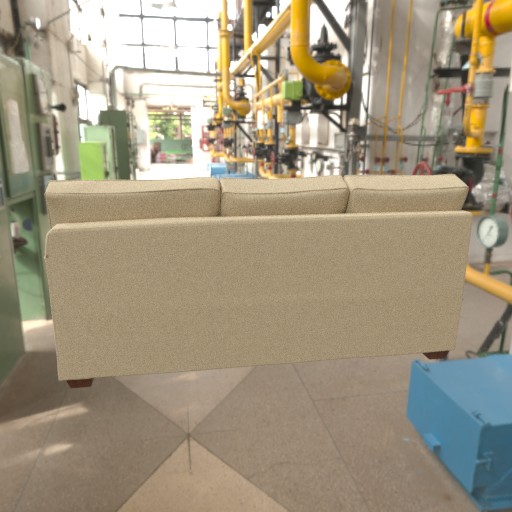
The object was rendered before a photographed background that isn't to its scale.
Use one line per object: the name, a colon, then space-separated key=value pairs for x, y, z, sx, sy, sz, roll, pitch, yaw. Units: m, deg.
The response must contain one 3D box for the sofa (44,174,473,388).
sofa: x=0.000 y=0.000 z=2.506 sx=1.963 sy=0.946 sz=1.034 roll=-2 pitch=15 yaw=-9
